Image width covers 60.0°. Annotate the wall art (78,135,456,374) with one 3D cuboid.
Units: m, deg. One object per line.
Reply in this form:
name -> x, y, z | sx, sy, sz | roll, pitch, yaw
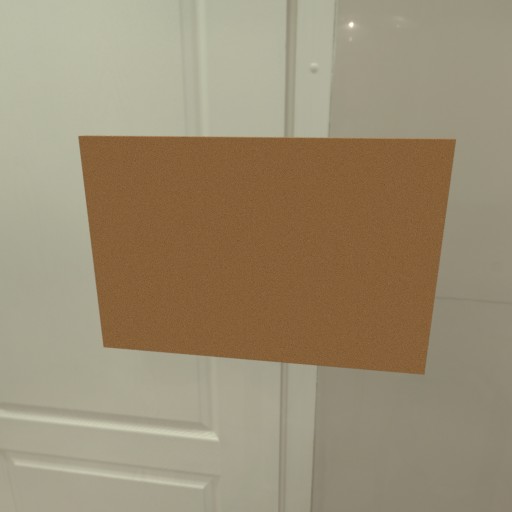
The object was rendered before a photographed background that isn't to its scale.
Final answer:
wall art -> 0.000, 0.000, 1.173 | 0.915, 0.608, 0.033 | 3, 18, 9
